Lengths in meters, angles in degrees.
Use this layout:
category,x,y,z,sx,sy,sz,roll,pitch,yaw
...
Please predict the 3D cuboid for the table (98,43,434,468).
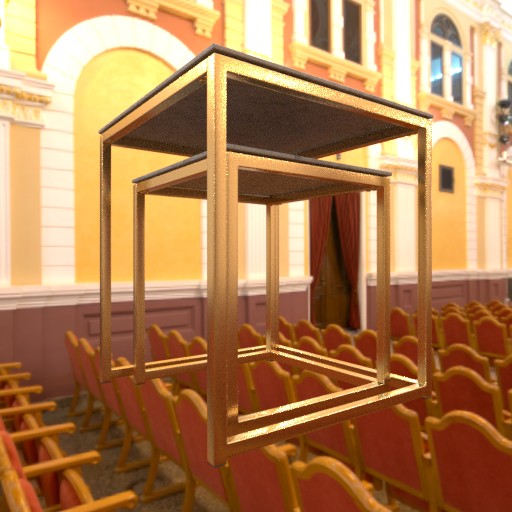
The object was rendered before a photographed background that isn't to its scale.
category,x,y,z,sx,sy,sz,roll,pitch,yaw
table,0.000,0.000,0.833,0.450,0.500,0.450,0,0,-36
